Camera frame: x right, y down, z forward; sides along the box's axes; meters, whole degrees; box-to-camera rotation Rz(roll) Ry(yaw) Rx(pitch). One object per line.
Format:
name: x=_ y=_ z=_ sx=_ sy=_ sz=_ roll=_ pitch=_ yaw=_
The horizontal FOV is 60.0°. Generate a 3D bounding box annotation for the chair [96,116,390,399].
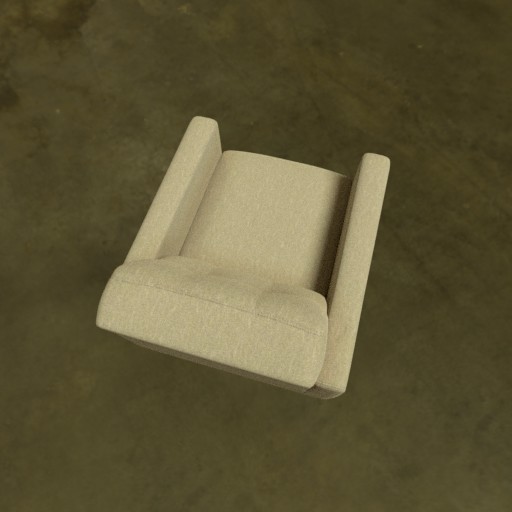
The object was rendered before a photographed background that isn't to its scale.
chair: x=0.000 y=0.000 z=1.845 sx=0.897 sy=0.965 sz=1.128 roll=14 pitch=63 yaw=8
